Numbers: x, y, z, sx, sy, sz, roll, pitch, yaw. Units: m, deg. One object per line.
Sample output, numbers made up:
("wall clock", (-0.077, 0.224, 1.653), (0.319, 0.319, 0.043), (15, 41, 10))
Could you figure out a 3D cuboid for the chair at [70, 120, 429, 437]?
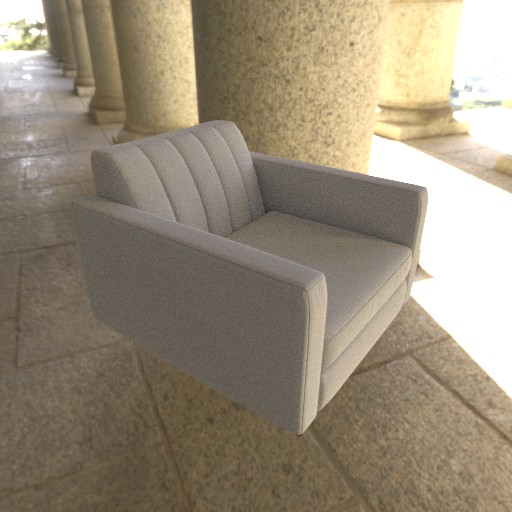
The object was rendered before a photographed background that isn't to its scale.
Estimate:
("chair", (0.000, 0.000, 1.703), (0.998, 0.819, 0.953), (19, 34, 32))
